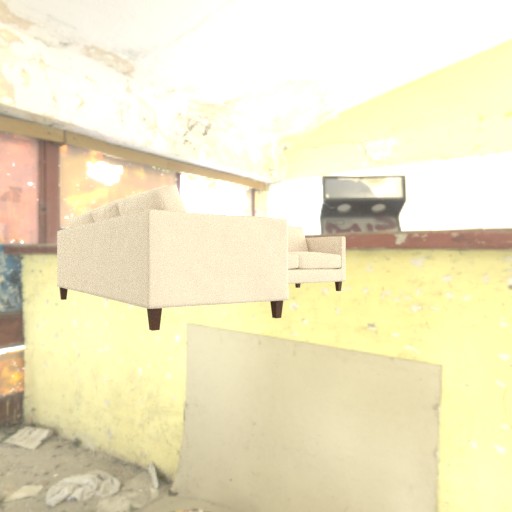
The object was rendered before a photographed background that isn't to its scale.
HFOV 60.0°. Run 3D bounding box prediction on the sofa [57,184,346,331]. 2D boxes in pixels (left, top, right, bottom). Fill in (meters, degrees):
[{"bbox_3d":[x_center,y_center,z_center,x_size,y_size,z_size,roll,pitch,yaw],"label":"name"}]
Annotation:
[{"bbox_3d":[0.000,0.000,4.354,3.182,0.863,2.432,0,0,-35],"label":"sofa"}]
